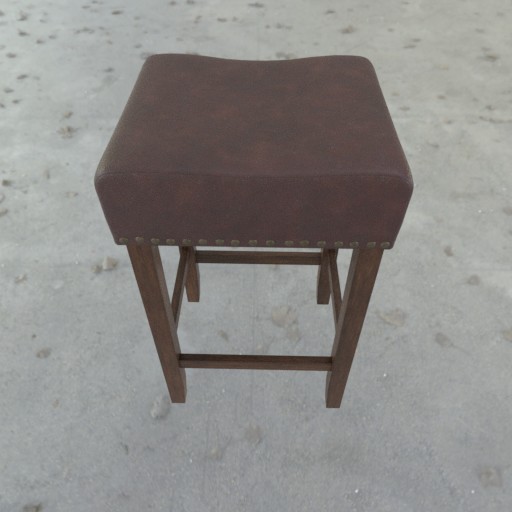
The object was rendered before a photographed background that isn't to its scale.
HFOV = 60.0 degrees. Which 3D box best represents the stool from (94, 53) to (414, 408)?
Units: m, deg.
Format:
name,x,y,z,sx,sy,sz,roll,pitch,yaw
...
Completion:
name,x,y,z,sx,sy,sz,roll,pitch,yaw
stool,0.000,0.000,1.025,0.465,0.769,0.401,1,47,1
